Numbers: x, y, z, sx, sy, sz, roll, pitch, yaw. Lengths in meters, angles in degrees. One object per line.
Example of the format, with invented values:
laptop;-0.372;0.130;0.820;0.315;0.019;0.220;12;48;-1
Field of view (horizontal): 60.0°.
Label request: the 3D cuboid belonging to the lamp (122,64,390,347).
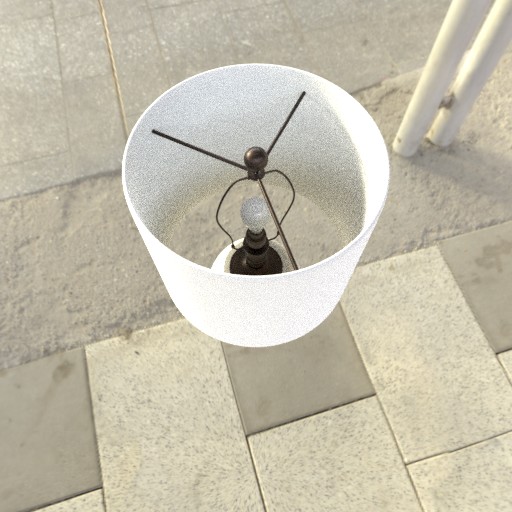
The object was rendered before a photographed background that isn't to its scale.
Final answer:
lamp;0.000;0.000;0.788;0.328;0.570;0.328;0;64;0
